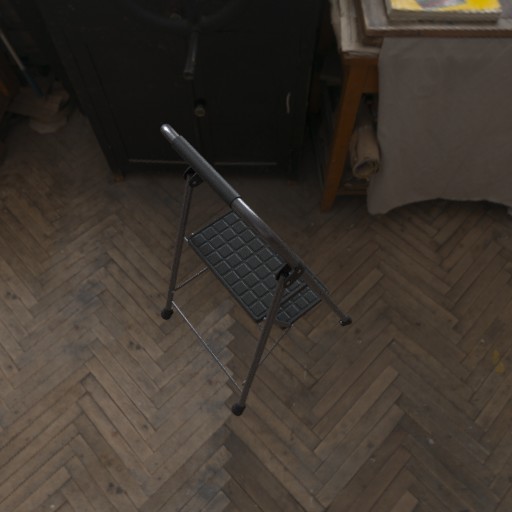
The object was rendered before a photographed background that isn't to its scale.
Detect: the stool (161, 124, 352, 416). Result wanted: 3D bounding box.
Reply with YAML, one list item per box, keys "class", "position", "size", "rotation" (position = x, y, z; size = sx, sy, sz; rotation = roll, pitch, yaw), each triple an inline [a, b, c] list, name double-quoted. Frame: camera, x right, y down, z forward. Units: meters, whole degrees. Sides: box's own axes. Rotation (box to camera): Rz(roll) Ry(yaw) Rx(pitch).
- class: "stool"
  position: [0.000, 0.000, 1.168]
  size: [0.514, 0.872, 0.450]
  rotation: [-35, 66, -18]
